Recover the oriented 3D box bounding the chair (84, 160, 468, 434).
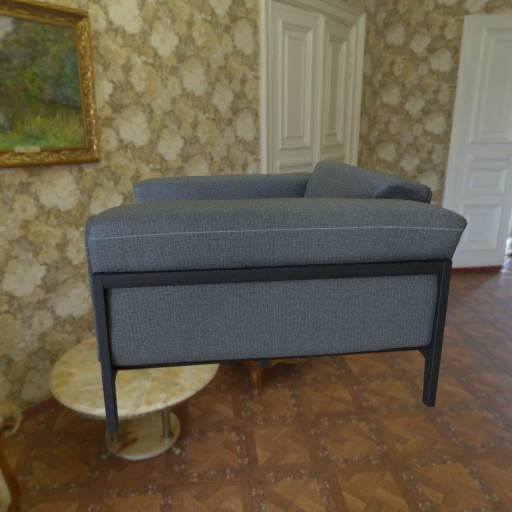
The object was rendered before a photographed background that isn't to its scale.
[{"bbox_3d":[0.000,0.000,1.617,0.969,0.646,1.056,-2,15,-7],"label":"chair"}]
